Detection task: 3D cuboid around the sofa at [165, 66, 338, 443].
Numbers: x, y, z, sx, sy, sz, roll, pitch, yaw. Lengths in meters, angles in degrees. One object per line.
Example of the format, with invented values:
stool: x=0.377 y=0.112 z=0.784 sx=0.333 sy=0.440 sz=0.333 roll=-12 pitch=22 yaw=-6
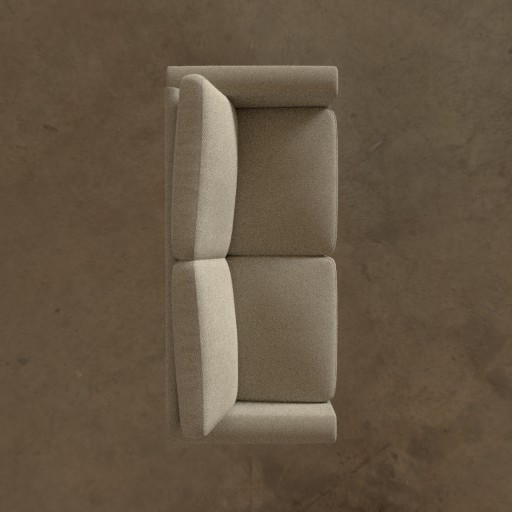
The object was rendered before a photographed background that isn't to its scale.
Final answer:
sofa: x=0.000 y=0.000 z=2.669 sx=1.016 sy=0.873 sz=2.179 roll=0 pitch=91 yaw=0
